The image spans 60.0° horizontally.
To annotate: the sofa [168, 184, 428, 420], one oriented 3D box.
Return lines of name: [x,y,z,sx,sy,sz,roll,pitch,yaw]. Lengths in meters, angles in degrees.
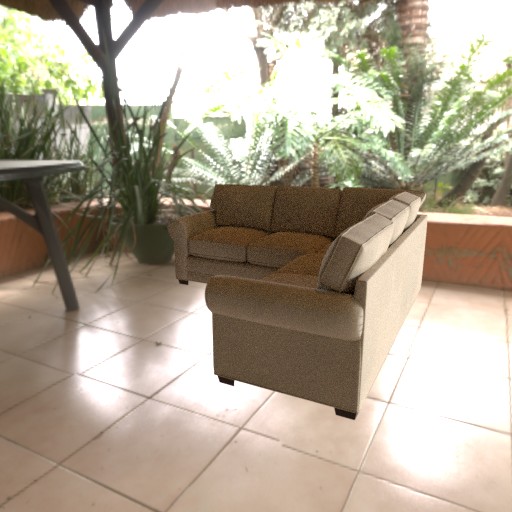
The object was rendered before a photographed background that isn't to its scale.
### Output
sofa: [0.000,0.000,3.850,2.487,1.054,2.569,7,16,26]
